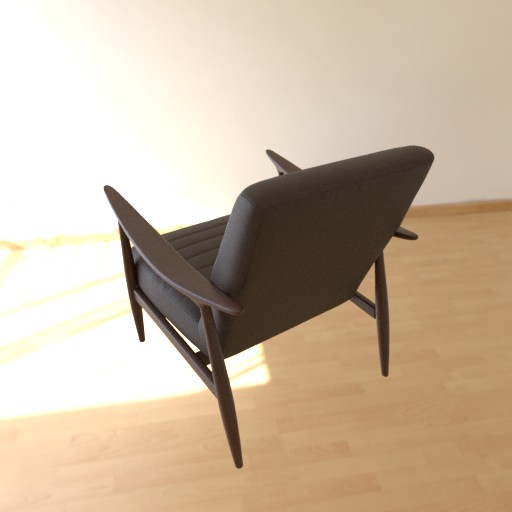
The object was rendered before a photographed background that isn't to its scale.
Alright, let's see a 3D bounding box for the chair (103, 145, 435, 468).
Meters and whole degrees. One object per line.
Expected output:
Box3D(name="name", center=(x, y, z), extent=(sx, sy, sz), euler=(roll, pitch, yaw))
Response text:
Box3D(name="chair", center=(0.000, 0.000, 1.446), extent=(0.741, 0.831, 0.798), euler=(-20, 36, -29))
